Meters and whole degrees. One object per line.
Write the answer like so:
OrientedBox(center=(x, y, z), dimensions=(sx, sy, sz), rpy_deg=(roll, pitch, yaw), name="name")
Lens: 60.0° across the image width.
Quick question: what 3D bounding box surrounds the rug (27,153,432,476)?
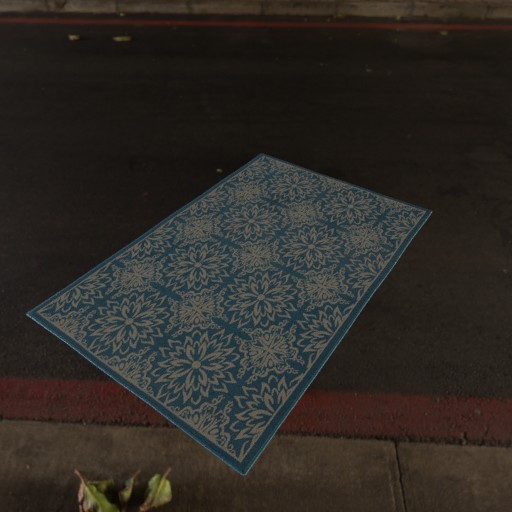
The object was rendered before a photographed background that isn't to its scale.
OrientedBox(center=(0.000, 0.000, 2.273), dimensions=(1.211, 0.012, 1.833), rpy_deg=(25, 47, 26), name="rug")
